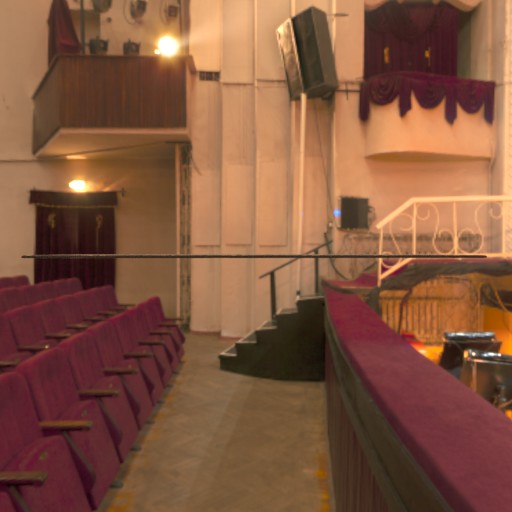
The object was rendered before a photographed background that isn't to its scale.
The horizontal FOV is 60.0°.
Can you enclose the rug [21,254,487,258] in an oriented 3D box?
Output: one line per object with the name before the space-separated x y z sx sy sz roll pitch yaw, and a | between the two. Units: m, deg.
rug | 0.000 0.000 2.499 2.276 0.014 0.678 0 1 -2
